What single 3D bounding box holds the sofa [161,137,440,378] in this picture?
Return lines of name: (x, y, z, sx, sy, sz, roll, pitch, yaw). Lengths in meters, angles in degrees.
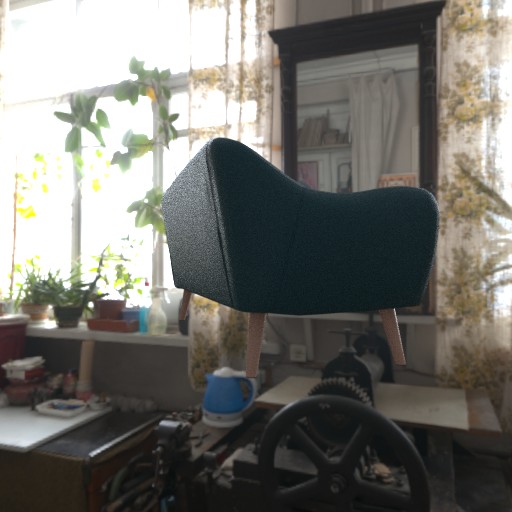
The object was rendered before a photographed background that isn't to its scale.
sofa: (0.000, 0.000, 2.307, 0.820, 0.836, 1.840, 0, -1, -18)
